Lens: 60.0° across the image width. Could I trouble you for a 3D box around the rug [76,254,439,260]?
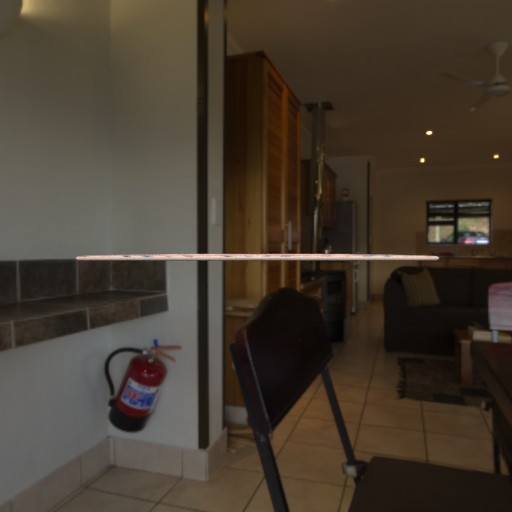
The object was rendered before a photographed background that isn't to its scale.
[{"bbox_3d":[0.000,0.000,3.069,1.521,0.023,2.464,0,0,0],"label":"rug"}]
